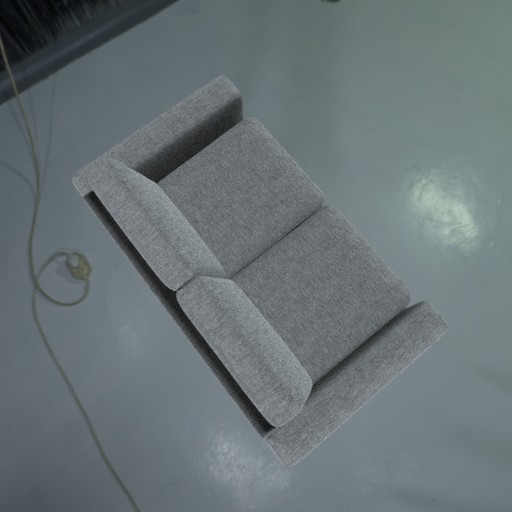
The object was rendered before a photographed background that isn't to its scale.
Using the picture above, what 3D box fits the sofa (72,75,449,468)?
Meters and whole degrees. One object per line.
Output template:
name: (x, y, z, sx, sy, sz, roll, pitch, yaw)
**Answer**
sofa: (0.000, 0.000, 2.005, 0.900, 0.800, 1.520, -38, 78, -9)
